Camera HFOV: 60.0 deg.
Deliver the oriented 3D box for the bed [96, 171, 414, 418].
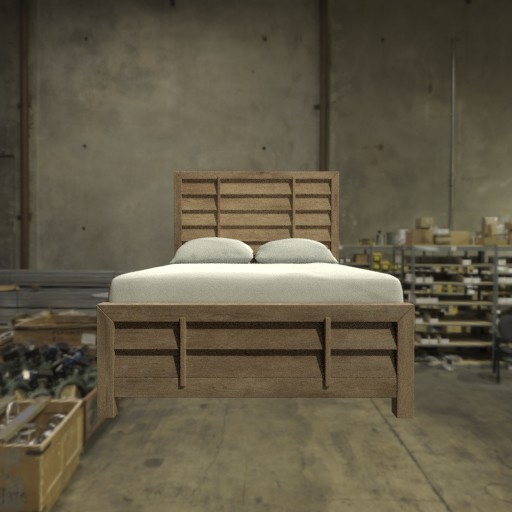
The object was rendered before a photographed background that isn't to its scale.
[{"bbox_3d":[0.000,0.000,3.344,1.626,1.626,2.197,0,1,0],"label":"bed"}]
